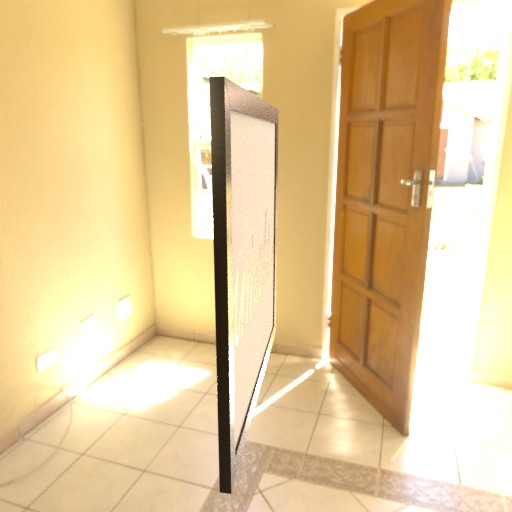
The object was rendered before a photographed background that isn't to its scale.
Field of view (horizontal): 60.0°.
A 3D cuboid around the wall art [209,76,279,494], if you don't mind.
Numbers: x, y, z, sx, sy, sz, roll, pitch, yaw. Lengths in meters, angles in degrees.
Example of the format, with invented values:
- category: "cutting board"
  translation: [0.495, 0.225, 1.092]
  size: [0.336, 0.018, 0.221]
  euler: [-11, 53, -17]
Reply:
- category: "wall art"
  translation: [0.000, 0.000, 0.662]
  size: [0.014, 0.445, 0.446]
  euler: [2, 15, 9]
